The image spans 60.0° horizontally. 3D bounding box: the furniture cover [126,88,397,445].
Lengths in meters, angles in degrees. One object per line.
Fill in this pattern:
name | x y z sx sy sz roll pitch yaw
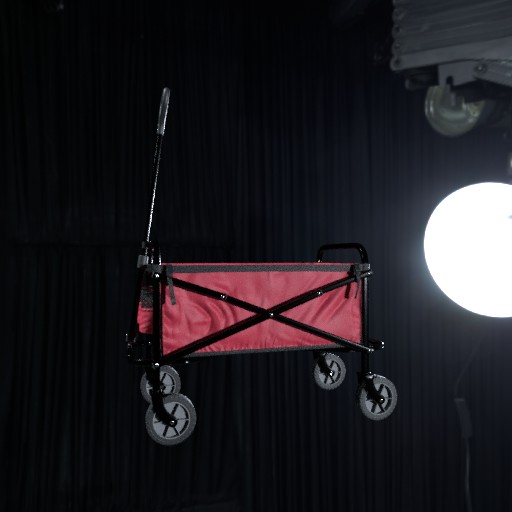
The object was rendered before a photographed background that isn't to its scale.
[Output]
furniture cover | 0.000 0.000 1.844 1.038 1.295 0.532 0 0 -17
